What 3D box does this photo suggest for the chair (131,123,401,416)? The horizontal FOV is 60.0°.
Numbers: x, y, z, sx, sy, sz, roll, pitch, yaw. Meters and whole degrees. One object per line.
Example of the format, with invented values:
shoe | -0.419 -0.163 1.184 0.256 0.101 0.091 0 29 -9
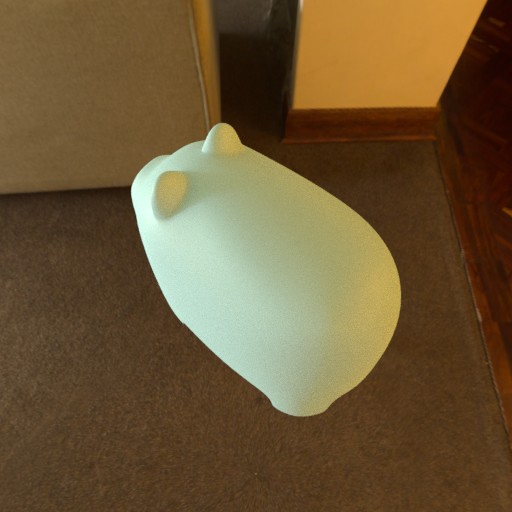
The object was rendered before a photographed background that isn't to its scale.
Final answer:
chair | 0.000 0.000 0.886 0.619 0.423 0.364 37 69 16
